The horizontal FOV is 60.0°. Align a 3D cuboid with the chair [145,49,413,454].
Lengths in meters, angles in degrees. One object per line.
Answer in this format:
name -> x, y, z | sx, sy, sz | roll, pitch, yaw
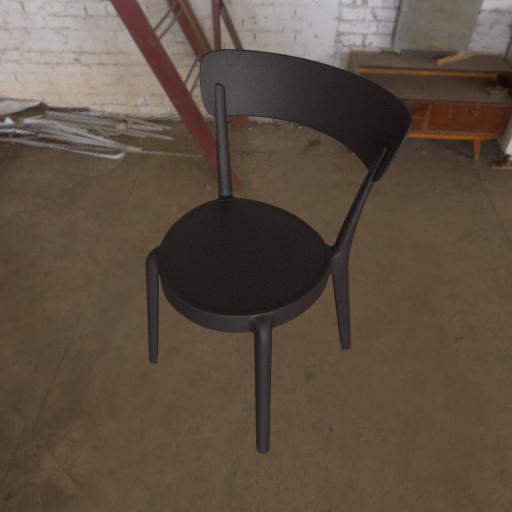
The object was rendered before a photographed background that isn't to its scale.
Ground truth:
chair -> 0.000, 0.000, 1.091 | 0.506, 0.790, 0.491 | 30, 52, 27
